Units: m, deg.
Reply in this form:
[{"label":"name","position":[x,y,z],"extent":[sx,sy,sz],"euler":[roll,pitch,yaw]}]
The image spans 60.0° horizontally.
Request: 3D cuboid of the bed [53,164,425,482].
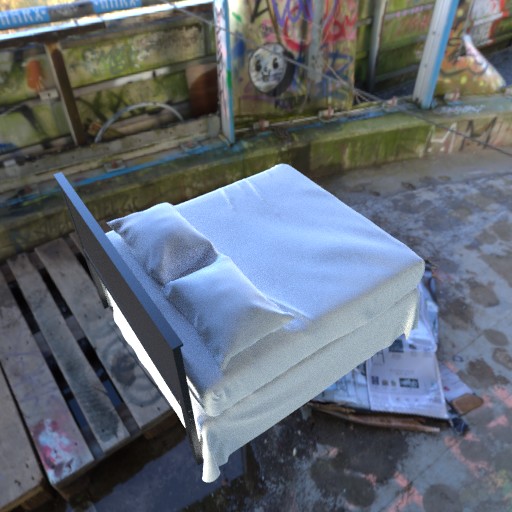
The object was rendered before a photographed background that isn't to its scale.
[{"label":"bed","position":[0.000,0.000,3.221],"extent":[2.050,1.270,1.870],"euler":[-26,49,-25]}]
